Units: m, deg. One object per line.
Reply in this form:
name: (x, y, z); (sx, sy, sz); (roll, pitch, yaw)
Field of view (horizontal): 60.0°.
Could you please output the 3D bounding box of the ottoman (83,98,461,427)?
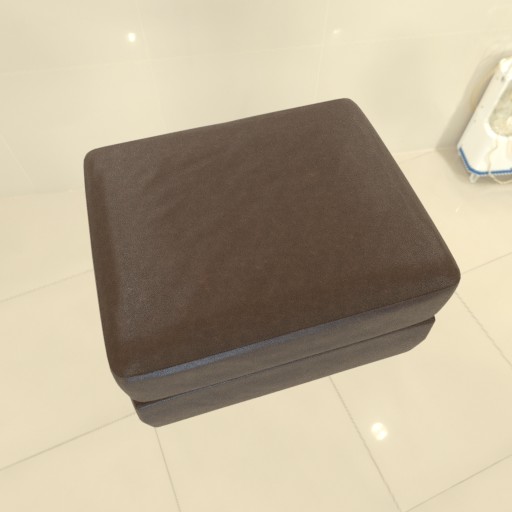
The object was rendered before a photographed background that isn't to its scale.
ottoman: (0.000, 0.000, 1.131); (0.751, 0.476, 0.603); (-14, 59, -9)
